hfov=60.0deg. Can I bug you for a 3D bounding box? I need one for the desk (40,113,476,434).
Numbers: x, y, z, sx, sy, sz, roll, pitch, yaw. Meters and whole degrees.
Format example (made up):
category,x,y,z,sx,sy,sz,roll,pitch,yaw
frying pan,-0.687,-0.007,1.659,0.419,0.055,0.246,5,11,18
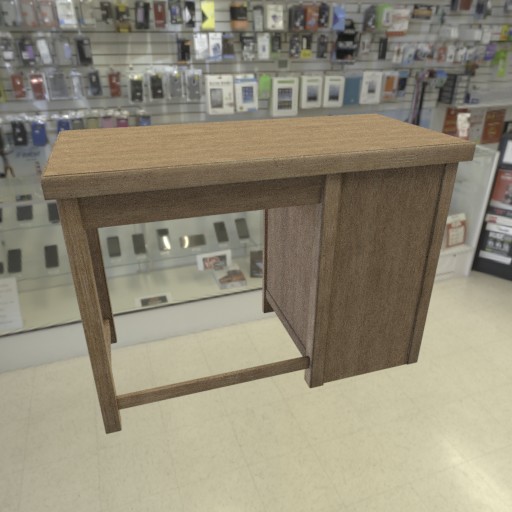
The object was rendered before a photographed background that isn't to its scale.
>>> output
category,x,y,z,sx,sy,sz,roll,pitch,yaw
desk,0.000,0.000,1.710,1.289,0.912,0.610,-8,28,-15
